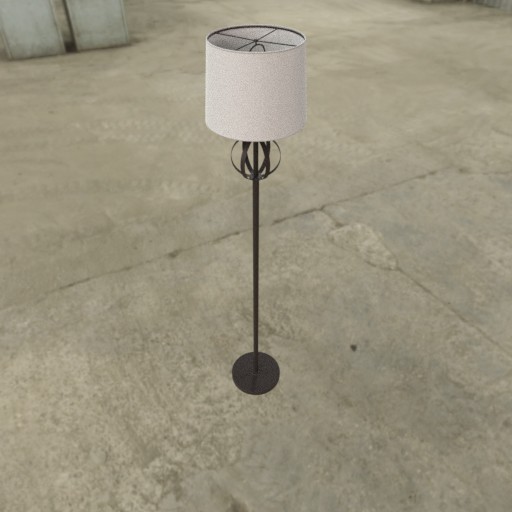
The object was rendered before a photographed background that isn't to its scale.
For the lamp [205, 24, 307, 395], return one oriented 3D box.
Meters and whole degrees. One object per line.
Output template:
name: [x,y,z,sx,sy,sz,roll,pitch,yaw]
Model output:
lamp: [0.000,0.000,1.598,0.286,1.462,0.286,0,41,0]
